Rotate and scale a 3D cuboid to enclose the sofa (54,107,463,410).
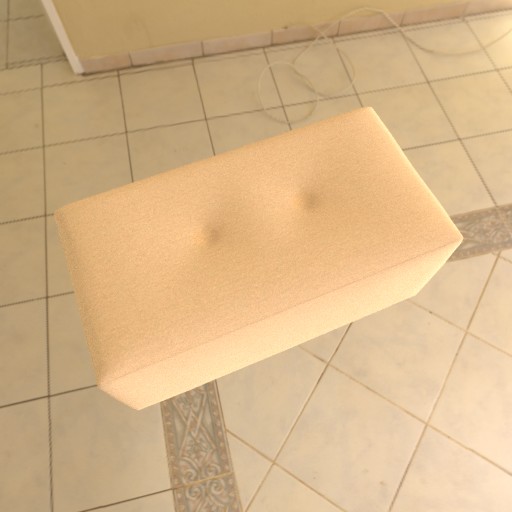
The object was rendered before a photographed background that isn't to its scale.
[{"bbox_3d":[0.000,0.000,1.242,0.930,0.470,0.480,-21,66,-10],"label":"sofa"}]
